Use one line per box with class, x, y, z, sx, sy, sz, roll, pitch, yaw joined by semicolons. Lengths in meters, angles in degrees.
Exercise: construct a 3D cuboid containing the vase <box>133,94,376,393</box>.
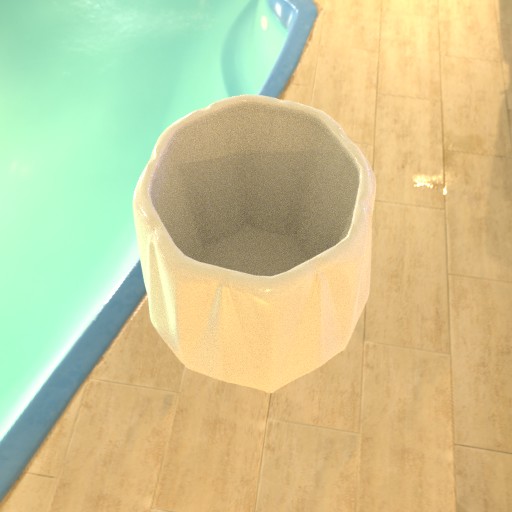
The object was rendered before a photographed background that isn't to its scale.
vase;0.000;0.000;0.260;0.141;0.152;0.141;0;64;0
